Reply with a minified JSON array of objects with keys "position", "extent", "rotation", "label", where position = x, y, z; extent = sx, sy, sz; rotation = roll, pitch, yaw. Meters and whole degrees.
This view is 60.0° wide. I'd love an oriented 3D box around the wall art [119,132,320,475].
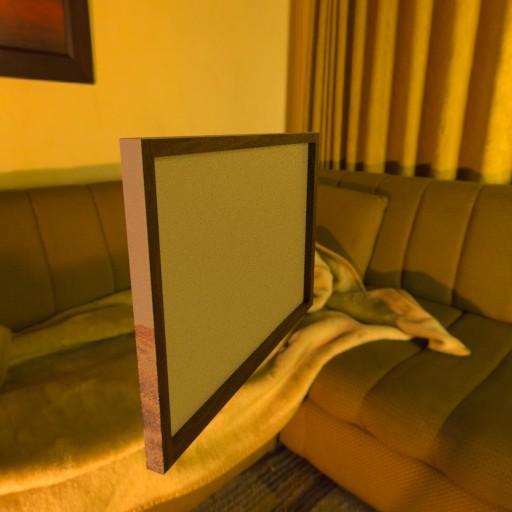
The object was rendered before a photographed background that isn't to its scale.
[{"position":[0.000,0.000,1.435],"extent":[0.051,0.761,1.138],"rotation":[7,18,24],"label":"wall art"}]
